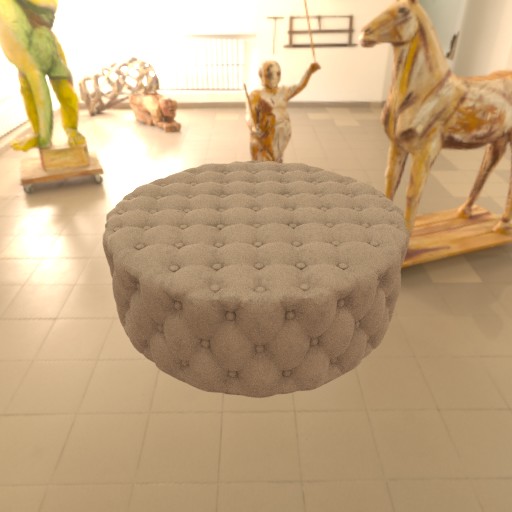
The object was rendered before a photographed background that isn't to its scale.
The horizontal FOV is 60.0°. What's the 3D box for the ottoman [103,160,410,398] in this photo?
[{"bbox_3d":[0.000,0.000,1.569,0.998,0.399,0.998,0,32,0],"label":"ottoman"}]
